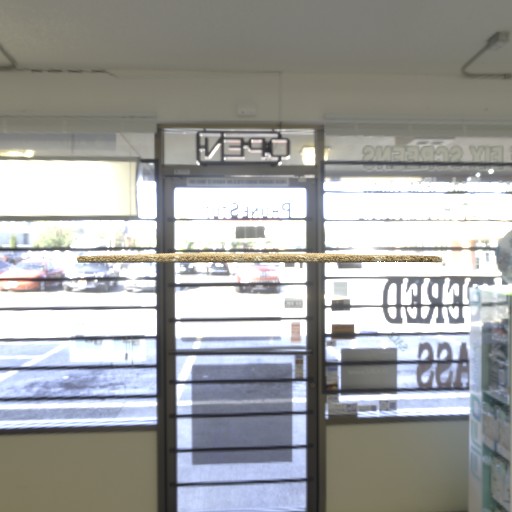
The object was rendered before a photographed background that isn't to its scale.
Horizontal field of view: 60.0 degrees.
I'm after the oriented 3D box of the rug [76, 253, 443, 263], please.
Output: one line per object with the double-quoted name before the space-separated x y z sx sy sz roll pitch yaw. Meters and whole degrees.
"rug" 0.000 0.000 3.043 1.524 0.030 2.438 0 1 -1
